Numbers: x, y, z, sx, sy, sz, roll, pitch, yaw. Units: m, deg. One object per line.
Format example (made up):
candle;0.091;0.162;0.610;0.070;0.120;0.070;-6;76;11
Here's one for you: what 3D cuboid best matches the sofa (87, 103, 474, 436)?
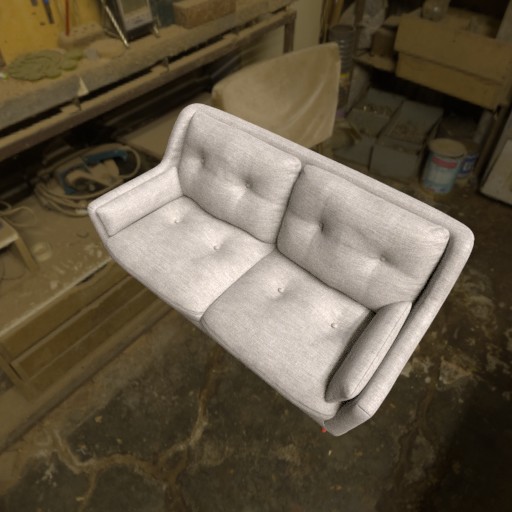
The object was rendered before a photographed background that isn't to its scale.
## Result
sofa;0.000;0.000;2.443;1.930;0.897;0.976;33;54;27
